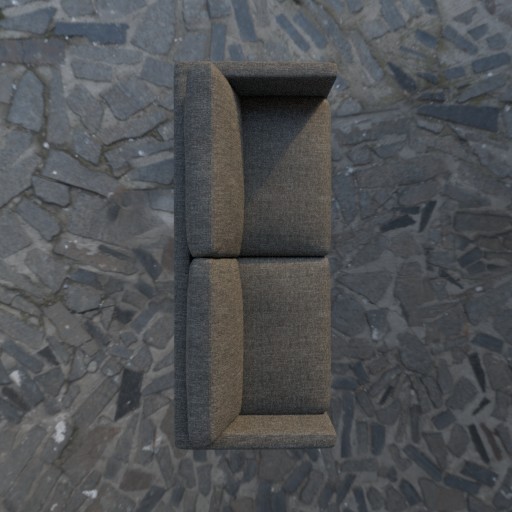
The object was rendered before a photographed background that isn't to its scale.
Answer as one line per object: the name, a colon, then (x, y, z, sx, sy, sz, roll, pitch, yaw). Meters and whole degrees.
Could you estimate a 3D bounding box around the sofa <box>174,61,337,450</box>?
sofa: (0.000, 0.000, 2.768, 0.948, 0.960, 2.208, 0, 90, -1)
